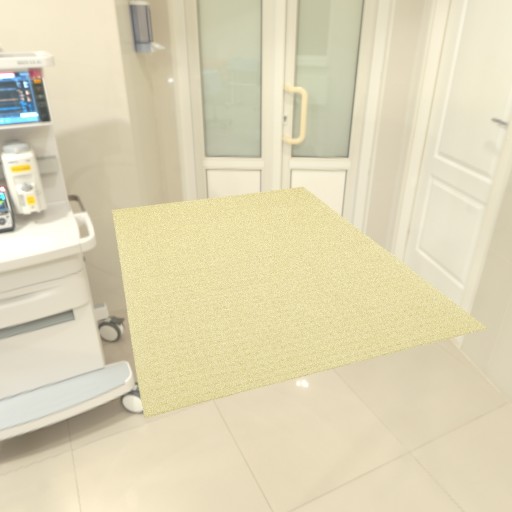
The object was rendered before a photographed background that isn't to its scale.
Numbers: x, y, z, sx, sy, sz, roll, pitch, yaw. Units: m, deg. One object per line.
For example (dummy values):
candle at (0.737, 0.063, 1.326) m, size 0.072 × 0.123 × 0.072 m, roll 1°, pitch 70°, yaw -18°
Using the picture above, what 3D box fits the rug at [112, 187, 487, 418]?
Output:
rug at (0.000, 0.000, 4.176) m, size 2.452 × 0.016 × 3.204 m, roll -9°, pitch 30°, yaw -17°
